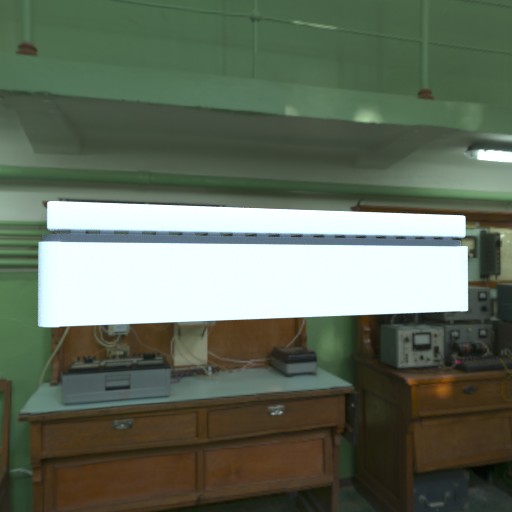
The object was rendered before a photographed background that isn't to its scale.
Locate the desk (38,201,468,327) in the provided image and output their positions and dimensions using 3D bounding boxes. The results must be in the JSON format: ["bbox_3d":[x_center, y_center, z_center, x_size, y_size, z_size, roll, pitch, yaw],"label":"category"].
[{"bbox_3d":[0.000,0.000,2.271,1.900,0.526,0.900,0,-1,-16],"label":"desk"}]
